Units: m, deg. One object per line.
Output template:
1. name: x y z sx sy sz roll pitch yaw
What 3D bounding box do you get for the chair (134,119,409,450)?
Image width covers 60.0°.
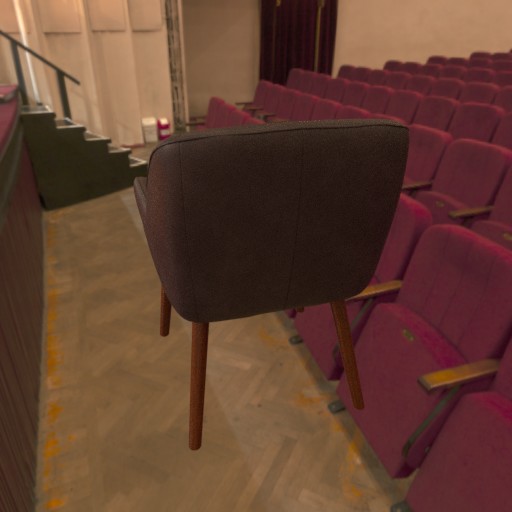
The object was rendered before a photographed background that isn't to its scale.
1. chair: 0.000 0.000 1.252 0.610 0.828 0.610 -8 28 -15
